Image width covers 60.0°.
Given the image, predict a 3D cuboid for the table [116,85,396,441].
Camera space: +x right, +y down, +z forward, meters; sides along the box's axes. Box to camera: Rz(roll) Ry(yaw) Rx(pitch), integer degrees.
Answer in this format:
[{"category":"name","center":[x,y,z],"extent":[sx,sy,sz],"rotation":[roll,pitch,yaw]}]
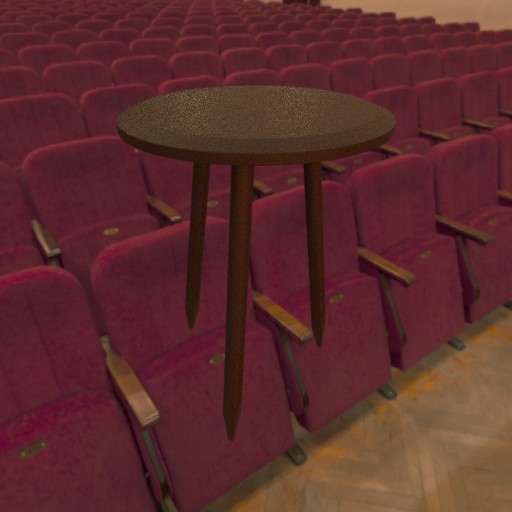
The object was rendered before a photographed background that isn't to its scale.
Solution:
[{"category":"table","center":[0.000,0.000,0.894],"extent":[0.457,0.585,0.457],"rotation":[0,30,0]}]
